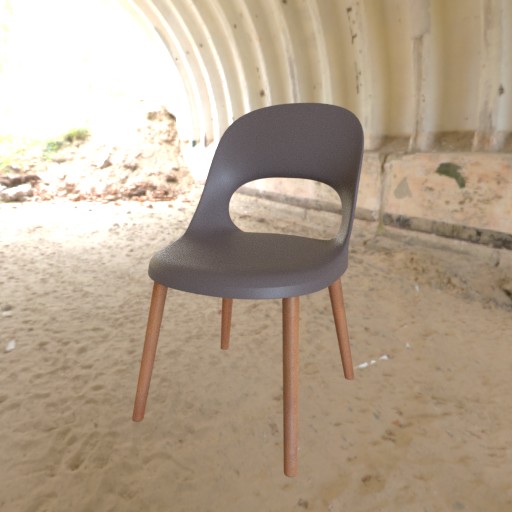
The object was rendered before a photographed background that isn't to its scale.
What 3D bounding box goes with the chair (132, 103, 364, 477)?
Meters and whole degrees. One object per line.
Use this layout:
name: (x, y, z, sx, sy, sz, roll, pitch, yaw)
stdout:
chair: (0.000, 0.000, 1.155, 0.470, 0.794, 0.556, 7, 16, 26)
